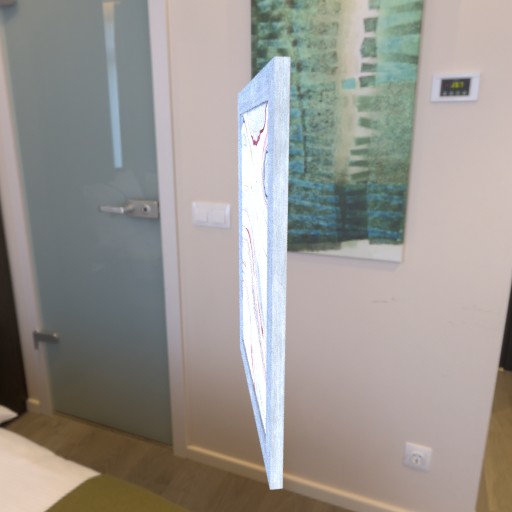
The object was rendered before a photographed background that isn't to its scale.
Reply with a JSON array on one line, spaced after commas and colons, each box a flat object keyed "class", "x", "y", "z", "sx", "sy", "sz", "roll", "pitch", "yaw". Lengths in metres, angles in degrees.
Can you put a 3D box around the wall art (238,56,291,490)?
[{"class": "wall art", "x": 0.000, "y": 0.000, "z": 0.832, "sx": 0.020, "sy": 0.613, "sz": 0.481, "roll": -2, "pitch": 15, "yaw": -7}]
